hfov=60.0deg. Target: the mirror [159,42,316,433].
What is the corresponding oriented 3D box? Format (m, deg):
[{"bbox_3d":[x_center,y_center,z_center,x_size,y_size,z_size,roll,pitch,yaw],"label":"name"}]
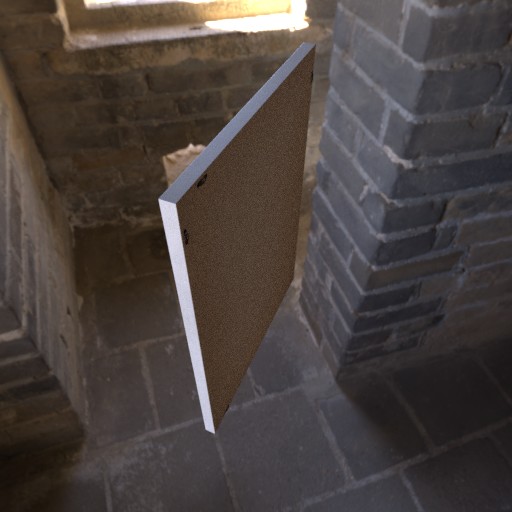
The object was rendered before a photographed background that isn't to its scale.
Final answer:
[{"bbox_3d":[0.000,0.000,1.385,0.041,1.016,0.762,18,49,16],"label":"mirror"}]
